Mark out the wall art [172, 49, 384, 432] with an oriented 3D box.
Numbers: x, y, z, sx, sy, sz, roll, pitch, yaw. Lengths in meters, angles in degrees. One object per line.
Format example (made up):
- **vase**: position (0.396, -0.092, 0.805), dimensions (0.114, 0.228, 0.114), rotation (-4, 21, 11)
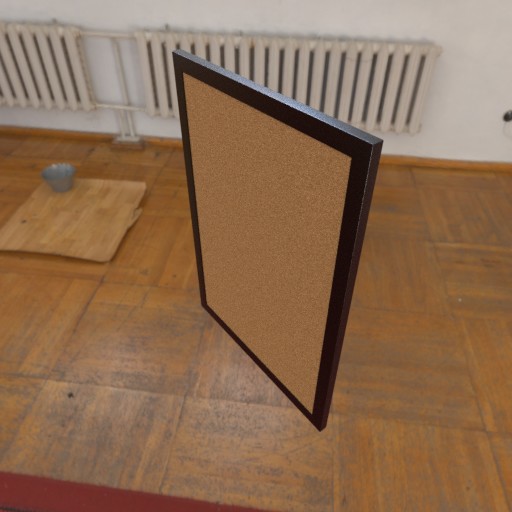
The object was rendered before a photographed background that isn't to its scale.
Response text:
- **wall art**: position (0.000, 0.000, 0.569), dimensions (0.013, 0.432, 0.304), rotation (-27, 47, -28)
